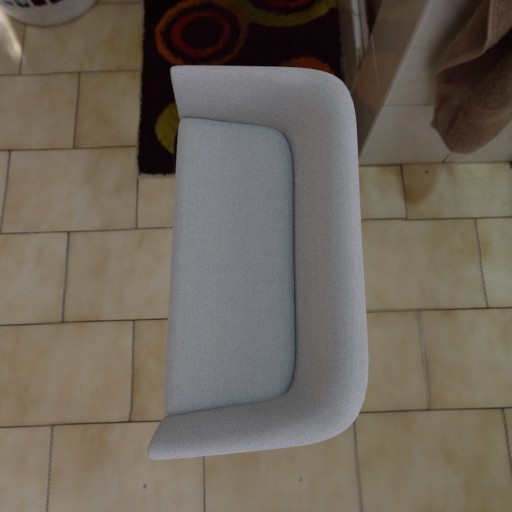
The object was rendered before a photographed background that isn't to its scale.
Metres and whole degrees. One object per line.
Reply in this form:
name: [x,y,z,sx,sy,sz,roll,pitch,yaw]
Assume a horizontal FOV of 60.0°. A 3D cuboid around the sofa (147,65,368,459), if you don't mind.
sofa: [0.000,0.000,1.797,0.705,0.721,1.452,0,76,0]
